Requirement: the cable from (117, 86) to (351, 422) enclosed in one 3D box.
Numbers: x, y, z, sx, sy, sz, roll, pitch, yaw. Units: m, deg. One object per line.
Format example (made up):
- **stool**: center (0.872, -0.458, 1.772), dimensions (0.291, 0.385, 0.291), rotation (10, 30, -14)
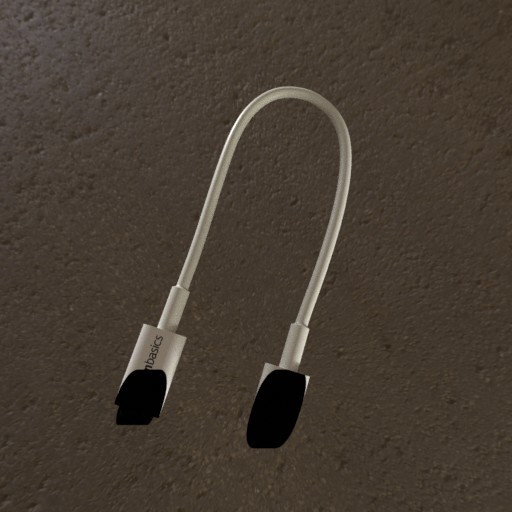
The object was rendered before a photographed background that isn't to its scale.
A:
- **cable**: center (0.000, 0.000, 0.109), dimensions (0.041, 0.005, 0.098), rotation (17, 75, 4)
